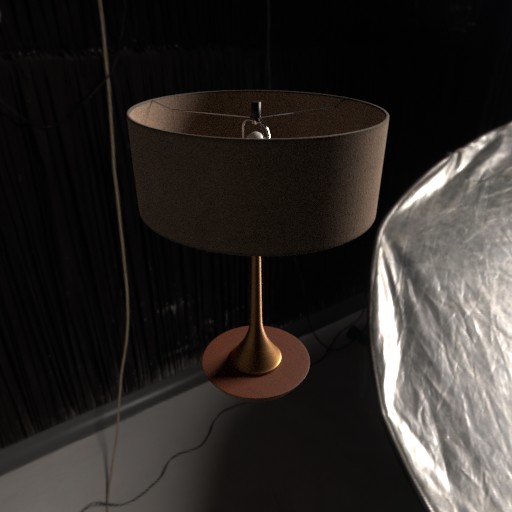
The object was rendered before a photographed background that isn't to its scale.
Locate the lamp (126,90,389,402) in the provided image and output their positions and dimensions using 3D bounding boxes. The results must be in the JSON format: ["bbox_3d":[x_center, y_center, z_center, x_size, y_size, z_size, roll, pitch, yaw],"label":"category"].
[{"bbox_3d":[0.000,0.000,0.827,0.396,0.551,0.417,-18,33,-31],"label":"lamp"}]
